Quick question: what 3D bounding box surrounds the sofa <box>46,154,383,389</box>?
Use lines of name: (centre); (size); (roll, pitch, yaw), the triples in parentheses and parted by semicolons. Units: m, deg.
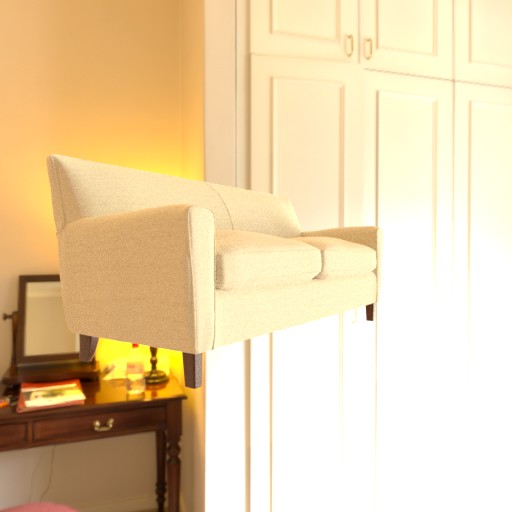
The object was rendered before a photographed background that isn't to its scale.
sofa: (0.000, 0.000, 2.500); (0.841, 0.907, 2.001); (1, 1, 35)
